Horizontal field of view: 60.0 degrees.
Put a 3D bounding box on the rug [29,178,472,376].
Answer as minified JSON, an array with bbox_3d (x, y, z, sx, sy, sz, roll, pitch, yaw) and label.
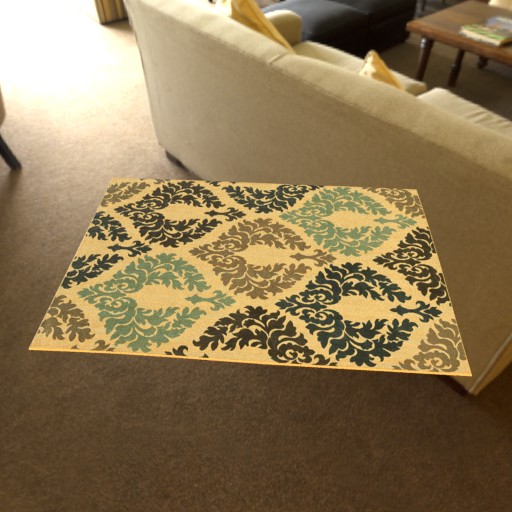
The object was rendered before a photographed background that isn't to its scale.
[{"bbox_3d":[0.000,0.000,2.781,2.275,0.014,1.514,3,46,3],"label":"rug"}]
